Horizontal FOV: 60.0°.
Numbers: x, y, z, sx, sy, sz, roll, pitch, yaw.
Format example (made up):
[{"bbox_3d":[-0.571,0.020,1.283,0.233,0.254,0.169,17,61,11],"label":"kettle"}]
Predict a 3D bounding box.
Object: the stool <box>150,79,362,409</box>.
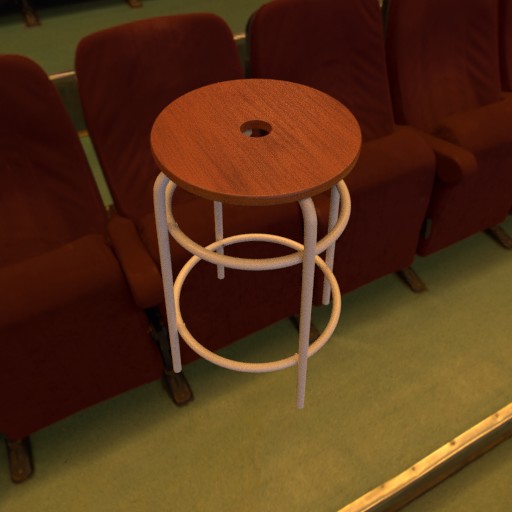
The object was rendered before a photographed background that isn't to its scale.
[{"bbox_3d":[0.000,0.000,0.934,0.455,0.610,0.455,-21,52,-18],"label":"stool"}]
